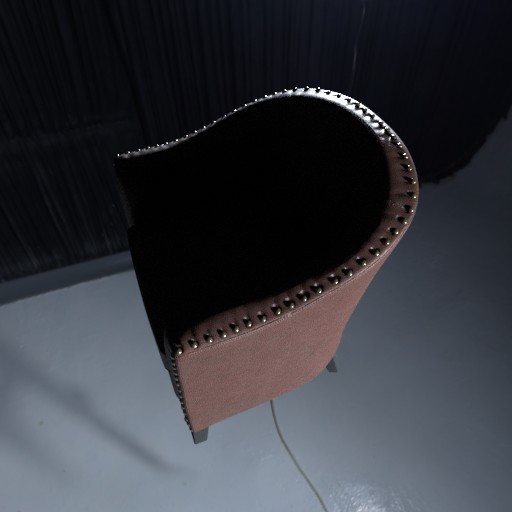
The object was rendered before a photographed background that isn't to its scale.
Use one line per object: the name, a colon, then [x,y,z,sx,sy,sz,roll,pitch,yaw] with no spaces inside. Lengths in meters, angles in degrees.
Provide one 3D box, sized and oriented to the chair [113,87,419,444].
chair: [0.000,0.000,1.416,0.748,0.823,0.794,-16,49,-15]
